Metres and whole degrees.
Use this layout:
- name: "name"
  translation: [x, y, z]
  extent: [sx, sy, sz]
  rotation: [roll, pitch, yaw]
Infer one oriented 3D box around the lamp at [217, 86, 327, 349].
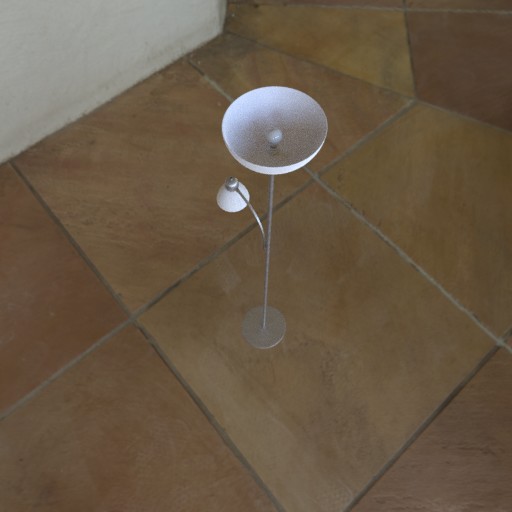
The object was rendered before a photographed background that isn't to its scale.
- name: "lamp"
  translation: [0.000, 0.000, 1.969]
  extent: [0.279, 1.804, 0.425]
  rotation: [-35, 69, -15]
